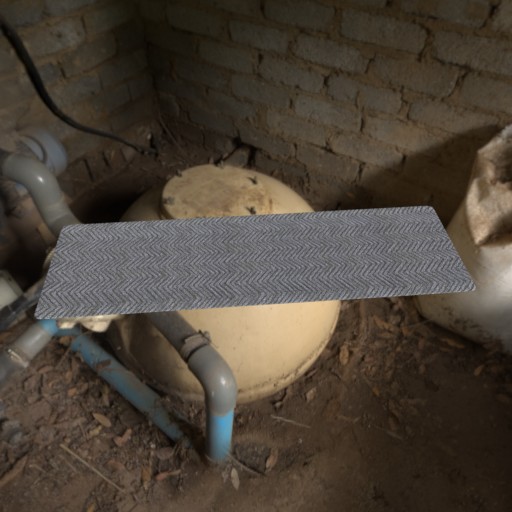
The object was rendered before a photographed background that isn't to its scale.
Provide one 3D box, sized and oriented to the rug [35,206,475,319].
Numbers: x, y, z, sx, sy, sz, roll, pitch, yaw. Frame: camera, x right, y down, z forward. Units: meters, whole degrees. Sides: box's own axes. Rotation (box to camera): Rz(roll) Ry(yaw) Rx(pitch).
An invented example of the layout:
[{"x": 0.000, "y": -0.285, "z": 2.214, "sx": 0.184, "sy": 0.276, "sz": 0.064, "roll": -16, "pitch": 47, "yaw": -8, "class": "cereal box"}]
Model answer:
[{"x": 0.000, "y": 0.000, "z": 2.507, "sx": 2.286, "sy": 0.008, "sz": 0.686, "roll": -3, "pitch": 47, "yaw": -3, "class": "rug"}]
